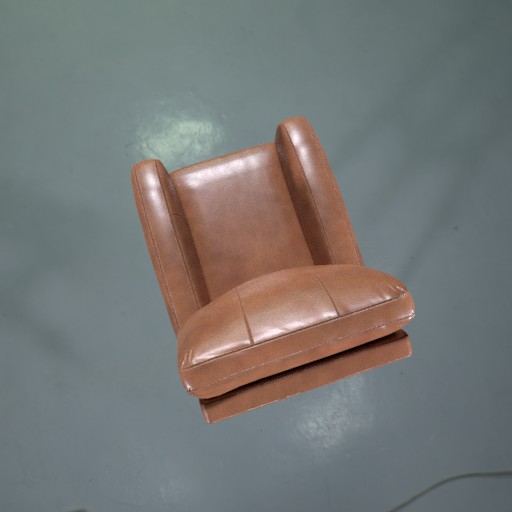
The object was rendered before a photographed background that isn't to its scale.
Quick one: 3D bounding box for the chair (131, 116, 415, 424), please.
[{"bbox_3d":[0.000,0.000,1.690,0.762,0.990,0.990,-17,76,-4],"label":"chair"}]
